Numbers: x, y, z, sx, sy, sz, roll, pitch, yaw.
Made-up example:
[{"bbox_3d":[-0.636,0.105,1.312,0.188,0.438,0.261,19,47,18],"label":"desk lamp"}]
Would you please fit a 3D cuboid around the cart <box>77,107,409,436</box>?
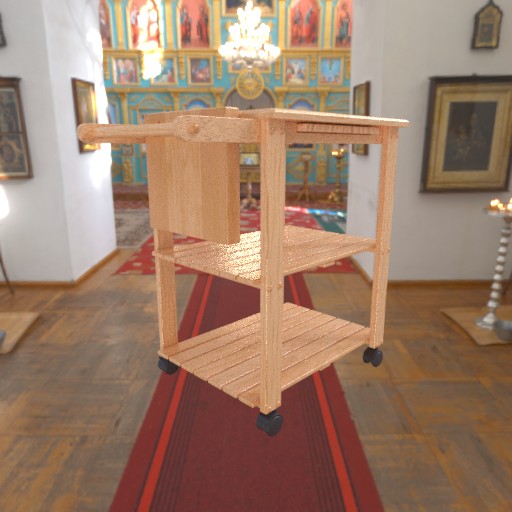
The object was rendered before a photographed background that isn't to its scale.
[{"bbox_3d":[0.000,0.000,1.347,0.520,0.816,0.843,13,19,43],"label":"cart"}]
